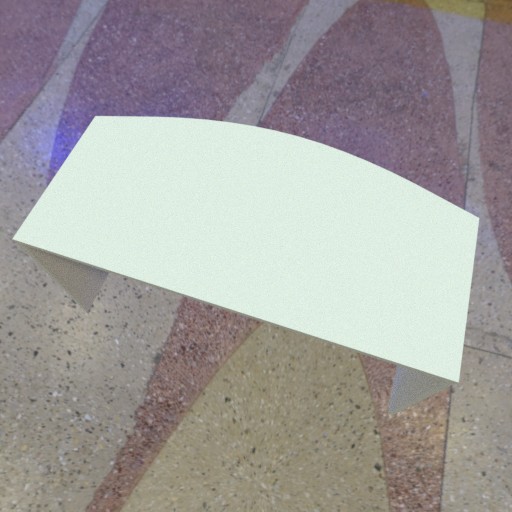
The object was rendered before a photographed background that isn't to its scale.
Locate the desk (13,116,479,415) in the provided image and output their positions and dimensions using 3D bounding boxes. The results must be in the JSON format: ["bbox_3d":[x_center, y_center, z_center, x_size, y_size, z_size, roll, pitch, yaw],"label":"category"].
[{"bbox_3d":[0.000,0.000,2.001,1.600,0.750,0.802,17,64,8],"label":"desk"}]
